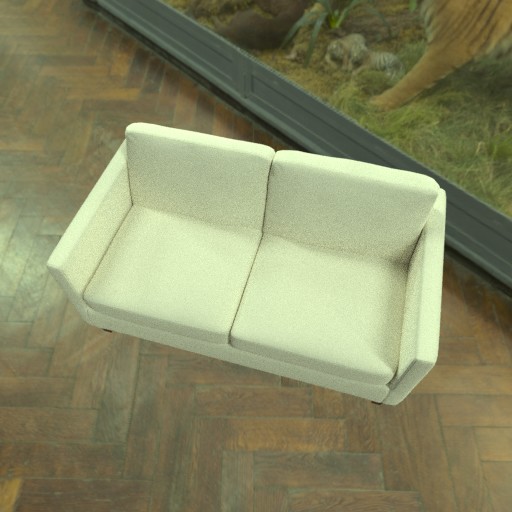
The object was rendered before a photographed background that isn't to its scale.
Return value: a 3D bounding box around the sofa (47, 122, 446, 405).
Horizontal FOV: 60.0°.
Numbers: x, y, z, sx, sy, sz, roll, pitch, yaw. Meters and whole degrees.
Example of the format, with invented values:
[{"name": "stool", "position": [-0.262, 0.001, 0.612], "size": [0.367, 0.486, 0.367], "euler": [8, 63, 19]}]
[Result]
[{"name": "sofa", "position": [0.000, 0.000, 2.249], "size": [1.702, 0.888, 0.964], "euler": [13, 57, 9]}]
